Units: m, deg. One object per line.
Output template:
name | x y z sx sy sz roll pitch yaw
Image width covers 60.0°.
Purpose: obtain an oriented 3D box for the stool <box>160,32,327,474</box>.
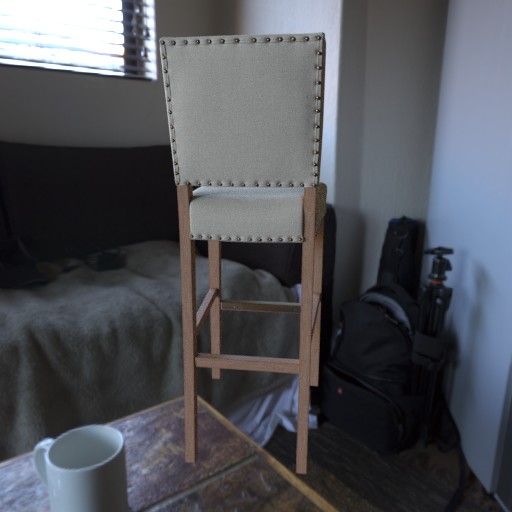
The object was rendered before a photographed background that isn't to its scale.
stool | 0.000 0.000 1.361 0.428 1.143 0.546 2 15 8
